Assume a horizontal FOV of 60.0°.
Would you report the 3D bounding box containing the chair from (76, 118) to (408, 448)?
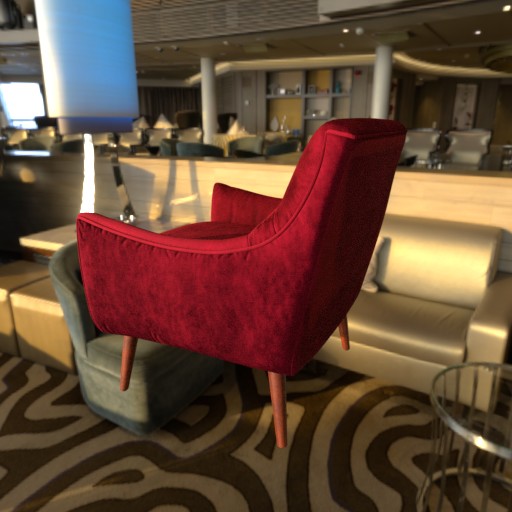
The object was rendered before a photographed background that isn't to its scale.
[{"bbox_3d":[0.000,0.000,1.413,0.787,0.838,0.762,9,19,26],"label":"chair"}]
